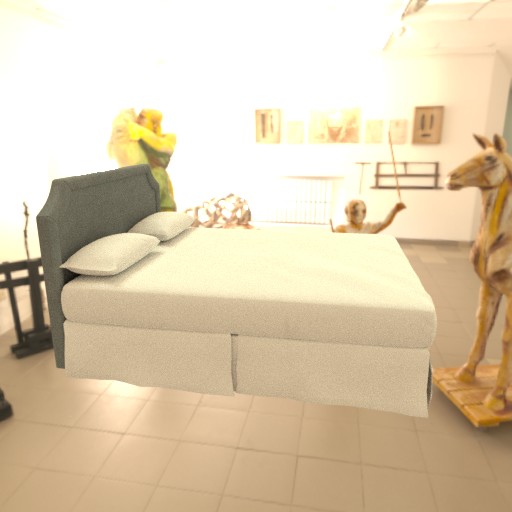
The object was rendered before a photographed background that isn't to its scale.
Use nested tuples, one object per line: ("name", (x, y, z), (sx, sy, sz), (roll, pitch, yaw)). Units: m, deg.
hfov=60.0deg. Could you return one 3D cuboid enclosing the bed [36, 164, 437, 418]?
("bed", (0.000, 0.000, 3.509), (2.464, 1.306, 1.977), (3, 16, 9))
